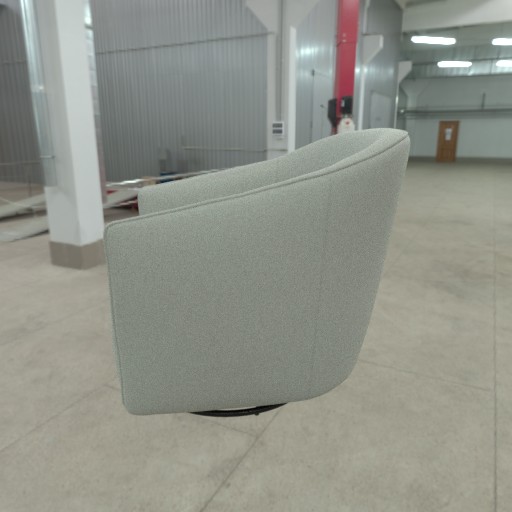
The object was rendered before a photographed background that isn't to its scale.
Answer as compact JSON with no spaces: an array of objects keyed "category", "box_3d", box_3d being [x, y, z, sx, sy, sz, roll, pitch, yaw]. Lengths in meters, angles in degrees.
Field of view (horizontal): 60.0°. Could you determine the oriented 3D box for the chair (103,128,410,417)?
[{"category":"chair","box_3d":[0.000,0.000,1.439,0.875,0.799,0.747,-2,16,-8]}]
